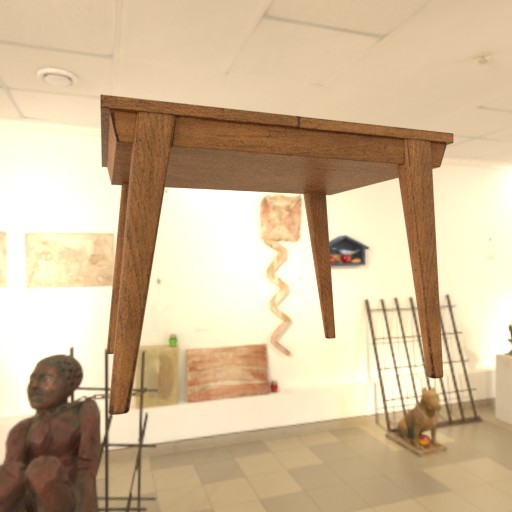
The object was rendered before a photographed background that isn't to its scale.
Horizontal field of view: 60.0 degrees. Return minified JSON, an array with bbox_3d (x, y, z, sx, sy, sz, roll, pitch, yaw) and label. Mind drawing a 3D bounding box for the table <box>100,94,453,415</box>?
[{"bbox_3d":[0.000,0.000,1.560,1.027,0.760,0.757,0,0,-19],"label":"table"}]
